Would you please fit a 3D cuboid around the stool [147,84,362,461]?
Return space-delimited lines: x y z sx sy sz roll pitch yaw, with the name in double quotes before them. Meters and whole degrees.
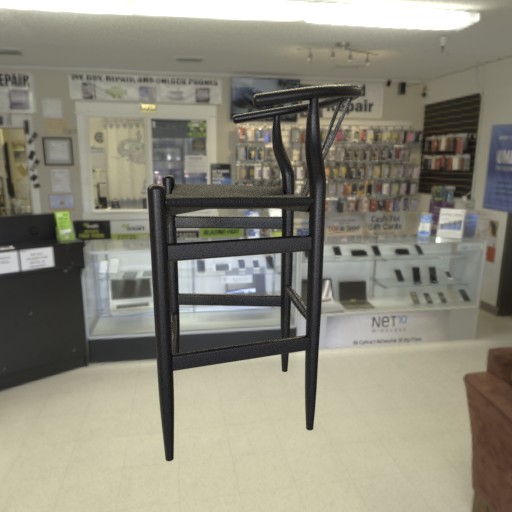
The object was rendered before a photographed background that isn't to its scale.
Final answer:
"stool" 0.000 0.000 1.361 0.579 0.970 0.569 -2 13 -8
